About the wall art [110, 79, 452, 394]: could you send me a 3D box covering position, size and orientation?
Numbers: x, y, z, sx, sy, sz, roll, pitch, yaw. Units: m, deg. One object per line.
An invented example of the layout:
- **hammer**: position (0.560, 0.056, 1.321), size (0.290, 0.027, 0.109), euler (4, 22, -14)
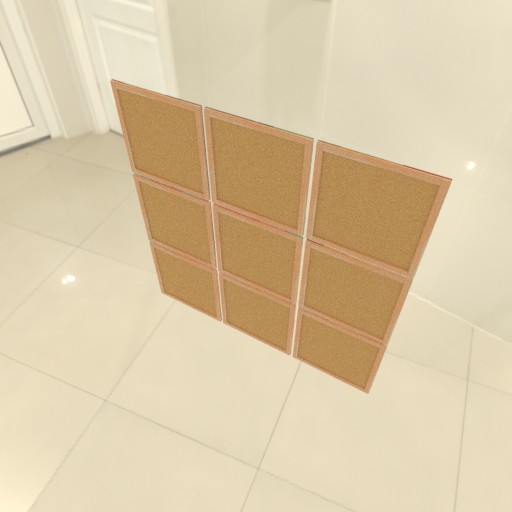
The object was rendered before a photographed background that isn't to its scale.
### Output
- **wall art**: position (0.000, 0.000, 1.841), size (1.216, 1.220, 0.013), euler (23, 50, 20)
